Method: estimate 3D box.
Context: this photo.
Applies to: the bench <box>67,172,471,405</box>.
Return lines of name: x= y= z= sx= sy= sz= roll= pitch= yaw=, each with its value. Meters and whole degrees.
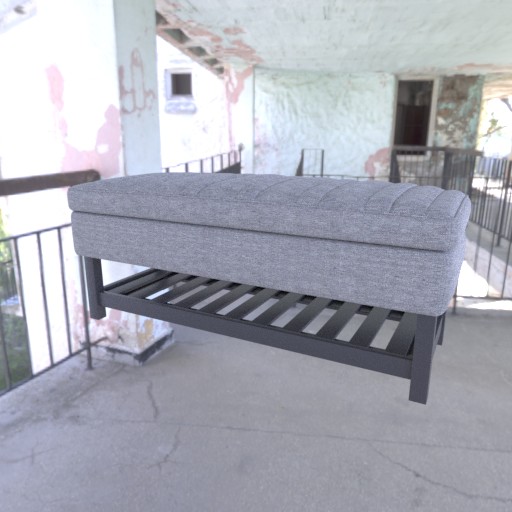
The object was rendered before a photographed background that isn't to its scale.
bench: x=0.000 y=0.000 z=1.307 sx=1.100 sy=0.470 sz=0.429 roll=8 pitch=17 yaw=27
